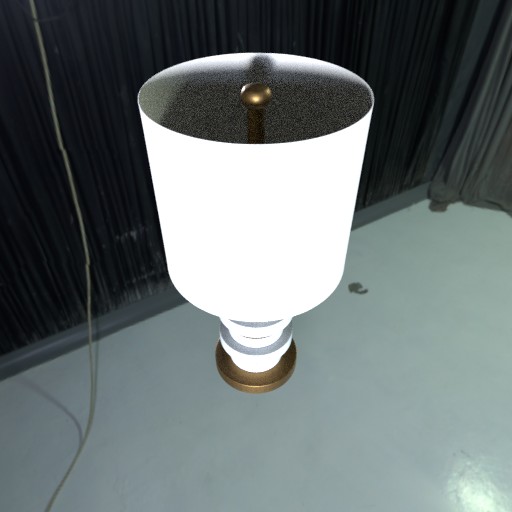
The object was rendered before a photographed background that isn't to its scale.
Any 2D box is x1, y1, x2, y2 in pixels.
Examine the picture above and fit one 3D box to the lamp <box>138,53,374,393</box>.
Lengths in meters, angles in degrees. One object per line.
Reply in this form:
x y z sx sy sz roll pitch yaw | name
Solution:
0.000 0.000 0.533 0.210 0.410 0.210 -27 48 -27 | lamp
